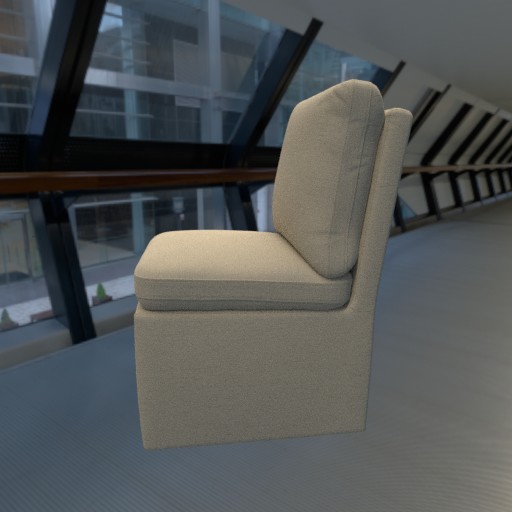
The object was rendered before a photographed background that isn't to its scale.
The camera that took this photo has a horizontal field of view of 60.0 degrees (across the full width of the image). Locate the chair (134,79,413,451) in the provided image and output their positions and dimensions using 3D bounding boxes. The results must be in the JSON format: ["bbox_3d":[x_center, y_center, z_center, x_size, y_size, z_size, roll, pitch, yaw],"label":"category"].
[{"bbox_3d":[0.000,0.000,1.316,0.698,0.927,0.503,-2,13,-7],"label":"chair"}]
